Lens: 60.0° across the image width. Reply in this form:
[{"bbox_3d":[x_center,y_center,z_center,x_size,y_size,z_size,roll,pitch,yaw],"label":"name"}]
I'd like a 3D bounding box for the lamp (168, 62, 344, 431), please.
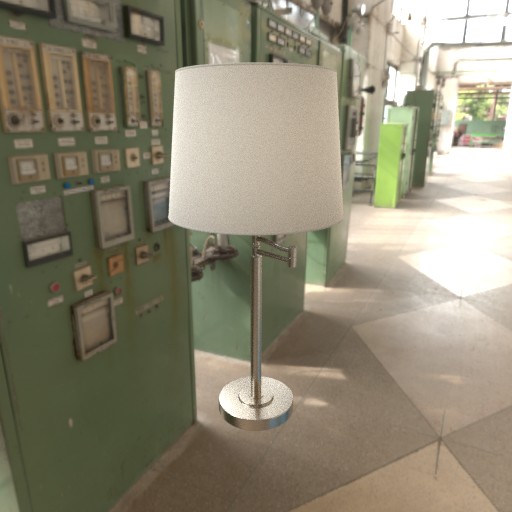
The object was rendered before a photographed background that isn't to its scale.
[{"bbox_3d":[0.000,0.000,0.880,0.333,0.696,0.333,0,17,0],"label":"lamp"}]
